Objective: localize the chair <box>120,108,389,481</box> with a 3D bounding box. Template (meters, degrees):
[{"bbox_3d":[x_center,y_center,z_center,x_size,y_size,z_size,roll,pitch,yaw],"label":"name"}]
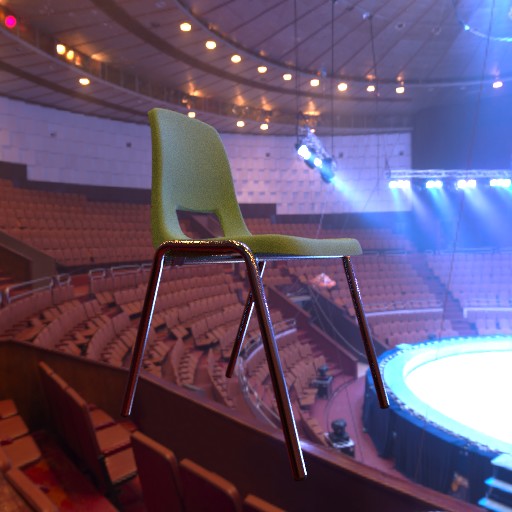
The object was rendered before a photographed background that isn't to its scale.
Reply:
[{"bbox_3d":[0.000,0.000,0.915,0.436,0.653,0.381,1,1,35],"label":"chair"}]
